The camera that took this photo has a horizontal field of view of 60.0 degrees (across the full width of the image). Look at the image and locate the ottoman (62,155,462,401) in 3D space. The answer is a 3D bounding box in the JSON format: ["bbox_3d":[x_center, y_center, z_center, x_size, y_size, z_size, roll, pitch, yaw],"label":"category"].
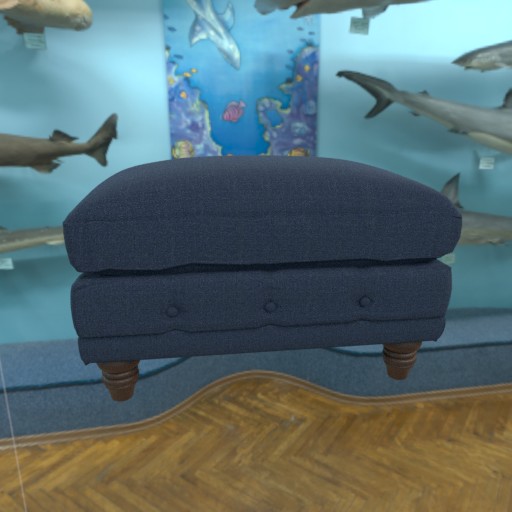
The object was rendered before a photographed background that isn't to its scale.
[{"bbox_3d":[0.000,0.000,1.114,0.767,0.486,0.558,-2,16,-7],"label":"ottoman"}]
